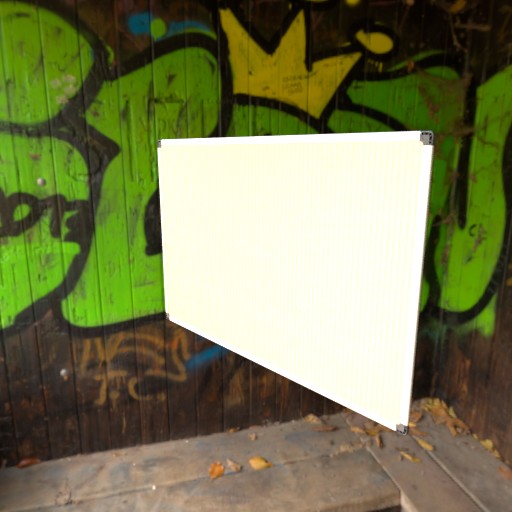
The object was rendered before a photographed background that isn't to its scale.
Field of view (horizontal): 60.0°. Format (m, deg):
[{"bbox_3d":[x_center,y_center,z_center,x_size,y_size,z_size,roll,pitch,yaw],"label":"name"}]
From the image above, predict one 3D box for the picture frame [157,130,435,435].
[{"bbox_3d":[0.000,0.000,1.151,0.010,0.600,0.900,-12,18,-42],"label":"picture frame"}]
